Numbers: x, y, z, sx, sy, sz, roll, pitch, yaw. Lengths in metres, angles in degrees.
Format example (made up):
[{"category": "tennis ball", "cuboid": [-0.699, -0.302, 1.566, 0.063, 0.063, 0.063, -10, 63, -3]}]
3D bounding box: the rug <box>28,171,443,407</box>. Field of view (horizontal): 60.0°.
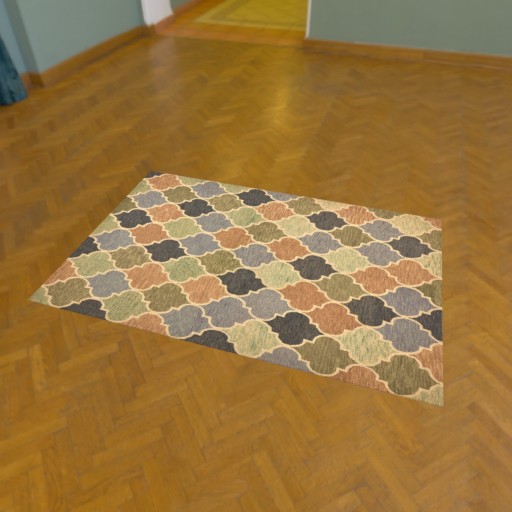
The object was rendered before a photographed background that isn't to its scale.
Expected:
[{"category": "rug", "cuboid": [0.000, 0.000, 2.285, 1.828, 0.006, 1.216, 11, 42, 13]}]
